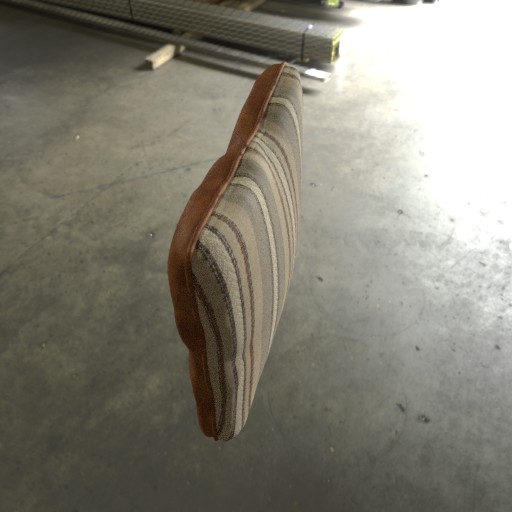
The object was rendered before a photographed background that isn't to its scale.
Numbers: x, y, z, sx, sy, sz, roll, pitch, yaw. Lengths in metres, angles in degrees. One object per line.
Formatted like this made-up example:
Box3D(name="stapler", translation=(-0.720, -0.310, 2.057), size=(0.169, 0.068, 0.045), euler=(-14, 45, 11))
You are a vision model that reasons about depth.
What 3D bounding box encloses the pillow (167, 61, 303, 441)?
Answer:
Box3D(name="pillow", translation=(0.000, 0.000, 0.759), size=(0.130, 0.490, 0.489), euler=(11, 47, 10))
